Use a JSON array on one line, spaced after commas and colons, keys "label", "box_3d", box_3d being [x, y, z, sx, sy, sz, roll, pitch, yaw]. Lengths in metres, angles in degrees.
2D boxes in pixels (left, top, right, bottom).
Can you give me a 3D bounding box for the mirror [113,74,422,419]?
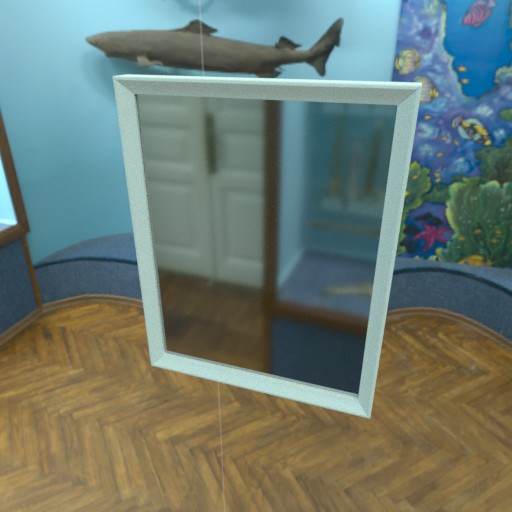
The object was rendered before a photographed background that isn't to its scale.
[{"label": "mirror", "box_3d": [0.000, 0.000, 0.684, 0.406, 0.509, 0.041, 9, 28, 17]}]
